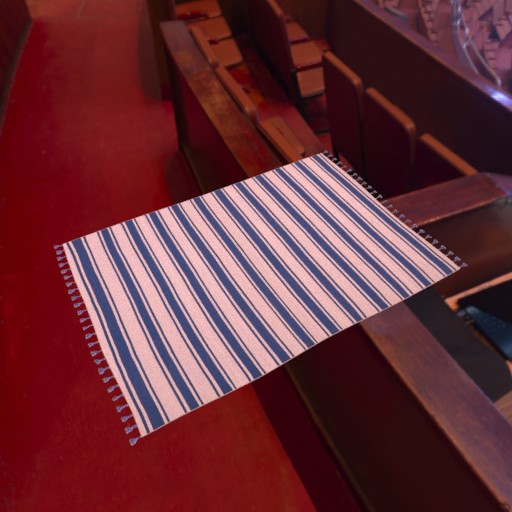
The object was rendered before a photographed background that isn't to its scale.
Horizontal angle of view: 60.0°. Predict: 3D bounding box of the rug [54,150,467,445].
[{"bbox_3d":[0.000,0.000,2.947,2.315,0.010,1.544,-23,51,-20],"label":"rug"}]
